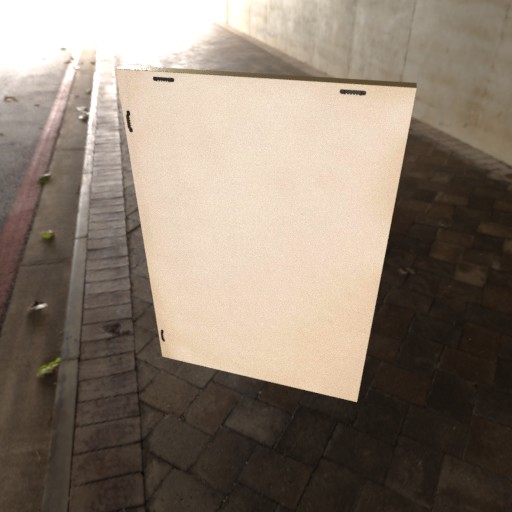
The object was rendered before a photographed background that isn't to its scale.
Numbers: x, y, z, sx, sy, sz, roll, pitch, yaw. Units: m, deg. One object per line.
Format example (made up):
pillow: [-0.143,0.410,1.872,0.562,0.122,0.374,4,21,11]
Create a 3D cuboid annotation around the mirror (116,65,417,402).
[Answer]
mirror: [0.000,0.000,0.924,0.507,0.710,0.040,9,34,14]
